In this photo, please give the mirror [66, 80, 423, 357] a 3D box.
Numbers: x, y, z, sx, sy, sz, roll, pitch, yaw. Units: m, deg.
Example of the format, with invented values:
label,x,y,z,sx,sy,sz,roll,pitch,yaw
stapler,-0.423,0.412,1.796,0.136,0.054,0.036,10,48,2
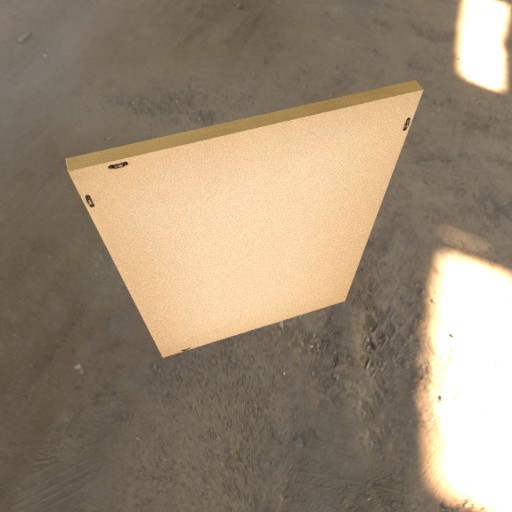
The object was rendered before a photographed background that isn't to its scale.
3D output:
label,x,y,z,sx,sy,sz,roll,pitch,yaw
mirror,0.000,0.000,1.339,0.762,1.016,0.041,-16,59,-10
